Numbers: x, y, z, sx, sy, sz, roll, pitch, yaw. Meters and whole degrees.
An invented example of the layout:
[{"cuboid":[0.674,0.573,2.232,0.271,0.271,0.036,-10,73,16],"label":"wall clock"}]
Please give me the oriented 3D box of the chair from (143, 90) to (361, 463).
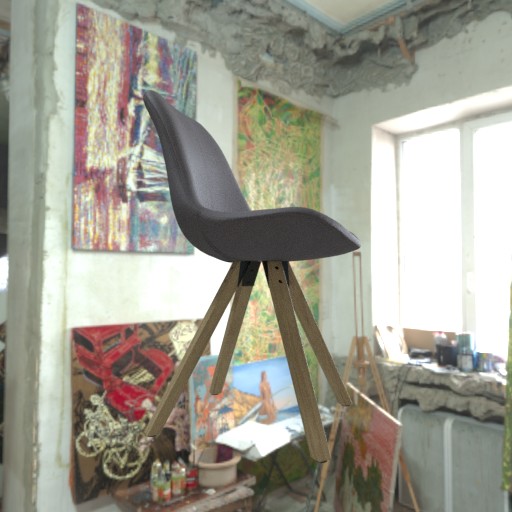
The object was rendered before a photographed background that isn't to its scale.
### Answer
[{"cuboid":[0.000,0.000,1.188,0.547,0.865,0.483,-1,-2,18],"label":"chair"}]
